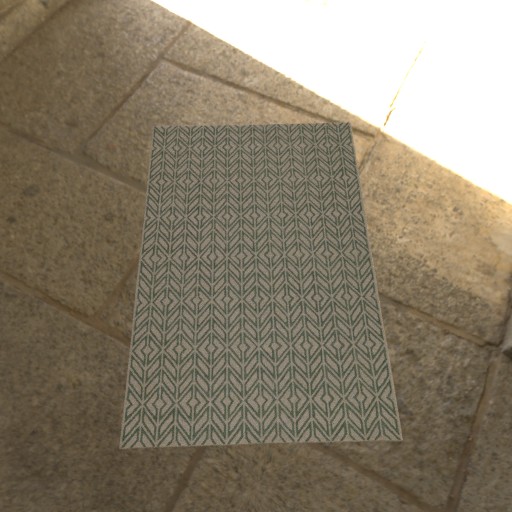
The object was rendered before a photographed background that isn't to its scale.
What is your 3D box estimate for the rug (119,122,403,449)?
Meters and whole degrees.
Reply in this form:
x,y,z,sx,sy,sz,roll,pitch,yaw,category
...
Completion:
x,y,z,sx,sy,sz,roll,pitch,yaw,category
0.000,0.000,2.322,1.220,0.007,1.828,-1,63,-1,rug
